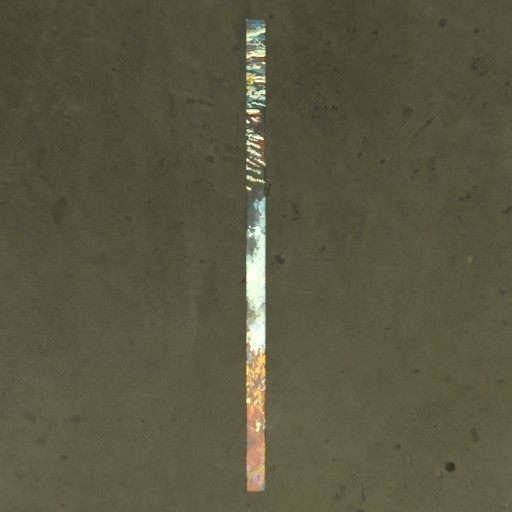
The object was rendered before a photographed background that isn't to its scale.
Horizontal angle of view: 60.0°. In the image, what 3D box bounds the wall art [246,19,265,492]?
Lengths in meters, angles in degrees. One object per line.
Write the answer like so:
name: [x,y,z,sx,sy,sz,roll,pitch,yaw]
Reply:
wall art: [0.000,0.000,1.154,0.037,0.604,0.908,0,89,0]
